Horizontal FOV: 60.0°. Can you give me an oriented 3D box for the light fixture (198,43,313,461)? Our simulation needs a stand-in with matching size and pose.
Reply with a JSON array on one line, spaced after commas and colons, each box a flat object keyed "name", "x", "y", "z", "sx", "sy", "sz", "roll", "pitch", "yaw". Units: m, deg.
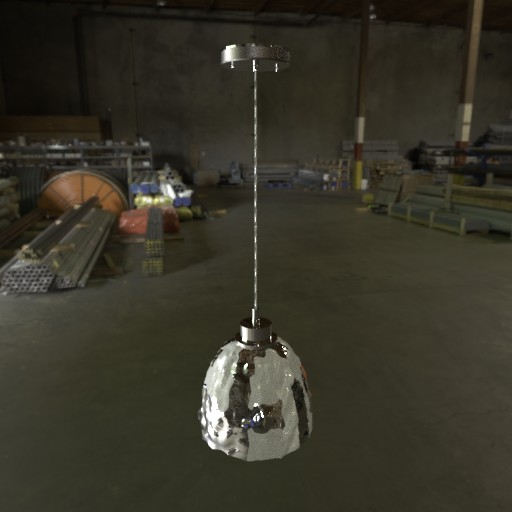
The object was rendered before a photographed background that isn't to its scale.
[{"name": "light fixture", "x": 0.000, "y": 0.000, "z": 1.767, "sx": 0.496, "sy": 1.511, "sz": 0.500, "roll": -7, "pitch": 15, "yaw": -26}]
